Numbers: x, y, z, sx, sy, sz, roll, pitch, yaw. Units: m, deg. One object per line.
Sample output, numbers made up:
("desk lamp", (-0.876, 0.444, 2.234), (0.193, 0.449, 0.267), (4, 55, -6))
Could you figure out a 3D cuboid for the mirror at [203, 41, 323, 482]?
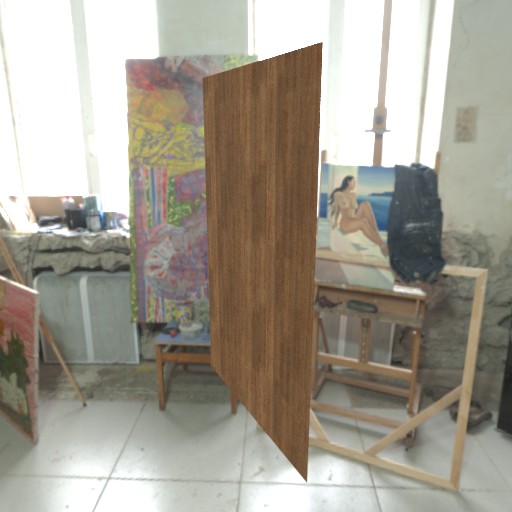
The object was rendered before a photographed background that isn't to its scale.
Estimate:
("mirror", (0.000, 0.000, 1.263), (0.047, 1.010, 0.651), (-8, 17, -26))
